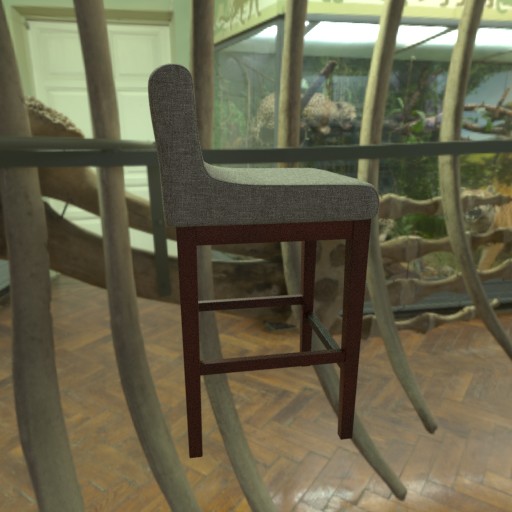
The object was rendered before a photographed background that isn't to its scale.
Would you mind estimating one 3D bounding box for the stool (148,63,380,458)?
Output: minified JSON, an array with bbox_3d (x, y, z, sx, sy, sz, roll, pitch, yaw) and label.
[{"bbox_3d":[0.000,0.000,1.100,0.459,0.835,0.417,-3,16,-10],"label":"stool"}]
